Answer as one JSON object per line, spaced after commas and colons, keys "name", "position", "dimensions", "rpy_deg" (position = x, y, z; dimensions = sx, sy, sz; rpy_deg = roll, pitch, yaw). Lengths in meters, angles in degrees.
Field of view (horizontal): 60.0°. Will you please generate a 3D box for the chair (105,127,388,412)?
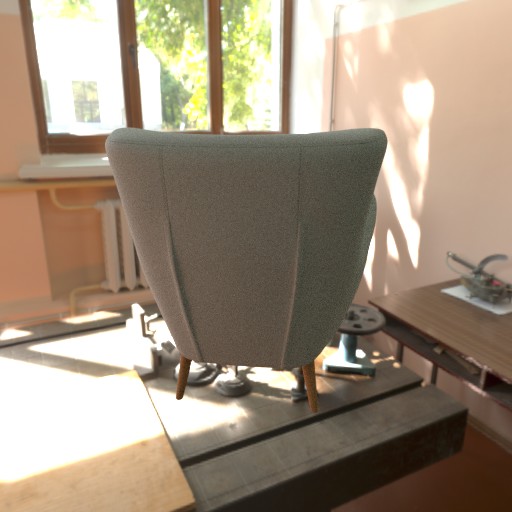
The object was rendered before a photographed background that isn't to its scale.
{"name": "chair", "position": [0.000, 0.000, 1.588], "dimensions": [0.890, 0.889, 0.889], "rpy_deg": [2, 17, 8]}
